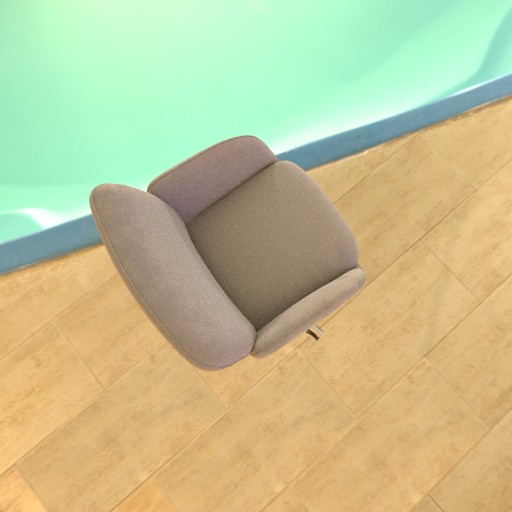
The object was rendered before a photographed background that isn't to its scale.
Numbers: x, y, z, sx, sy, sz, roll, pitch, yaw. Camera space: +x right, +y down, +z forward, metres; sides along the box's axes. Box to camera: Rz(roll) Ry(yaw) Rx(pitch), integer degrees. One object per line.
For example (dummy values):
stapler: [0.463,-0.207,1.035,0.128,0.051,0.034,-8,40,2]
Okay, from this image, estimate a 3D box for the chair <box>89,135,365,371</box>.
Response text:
chair: [0.000,0.000,1.397,0.654,0.959,0.648,-33,77,-9]
